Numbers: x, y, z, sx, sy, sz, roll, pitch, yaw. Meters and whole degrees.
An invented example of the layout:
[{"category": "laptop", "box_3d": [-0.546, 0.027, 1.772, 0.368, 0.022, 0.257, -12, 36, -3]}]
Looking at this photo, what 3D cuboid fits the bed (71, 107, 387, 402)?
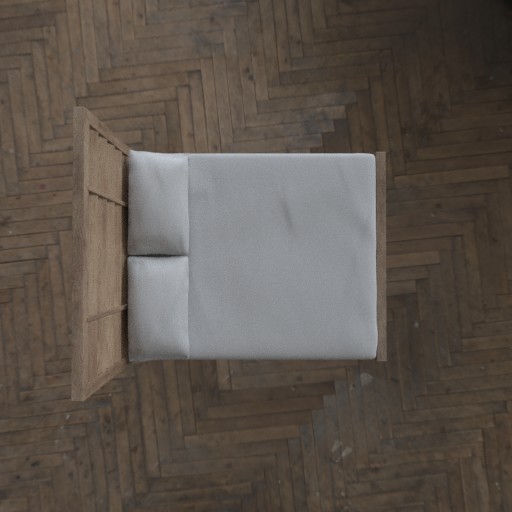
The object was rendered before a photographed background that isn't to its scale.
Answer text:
[{"category": "bed", "box_3d": [0.000, 0.000, 3.235, 2.017, 1.631, 1.615, 0, 89, 0]}]
